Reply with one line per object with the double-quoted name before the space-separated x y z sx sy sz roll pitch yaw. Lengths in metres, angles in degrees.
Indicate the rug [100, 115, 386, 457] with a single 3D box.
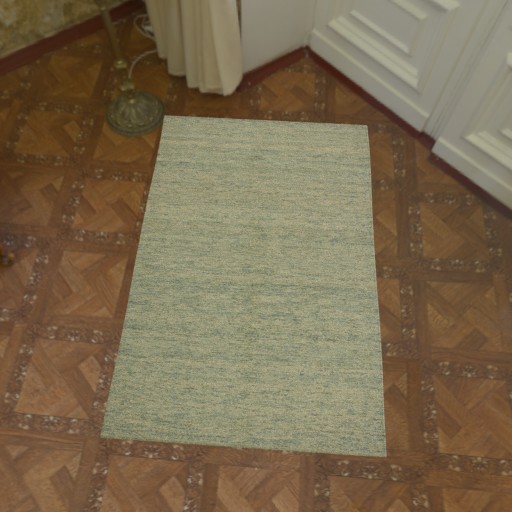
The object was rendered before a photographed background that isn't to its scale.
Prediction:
"rug" 0.000 0.000 2.870 1.547 0.013 2.283 3 64 2
